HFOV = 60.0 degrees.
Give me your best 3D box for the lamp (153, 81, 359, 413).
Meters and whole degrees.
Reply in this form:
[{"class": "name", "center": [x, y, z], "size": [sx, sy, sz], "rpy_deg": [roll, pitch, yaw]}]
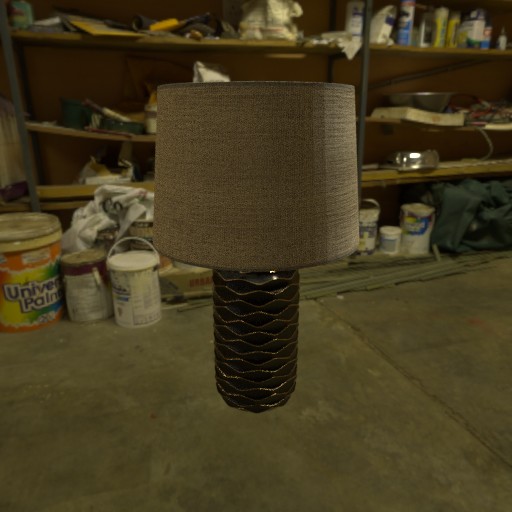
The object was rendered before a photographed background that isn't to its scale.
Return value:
[{"class": "lamp", "center": [0.000, 0.000, 0.837], "size": [0.376, 0.594, 0.376], "rpy_deg": [0, 18, 0]}]
